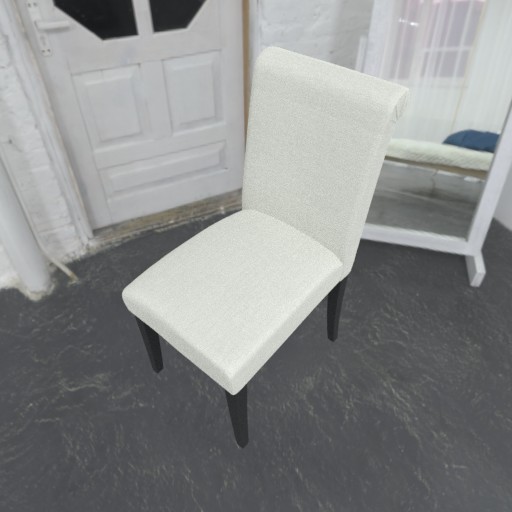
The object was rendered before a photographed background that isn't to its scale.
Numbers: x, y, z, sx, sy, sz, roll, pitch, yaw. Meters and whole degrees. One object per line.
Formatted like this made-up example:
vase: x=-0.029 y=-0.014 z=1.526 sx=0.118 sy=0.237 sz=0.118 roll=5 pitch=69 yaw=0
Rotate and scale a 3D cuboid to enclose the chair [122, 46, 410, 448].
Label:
chair: x=0.000 y=0.000 z=1.367 sx=0.452 sy=0.976 sz=0.708 roll=31 pitch=53 yaw=27
